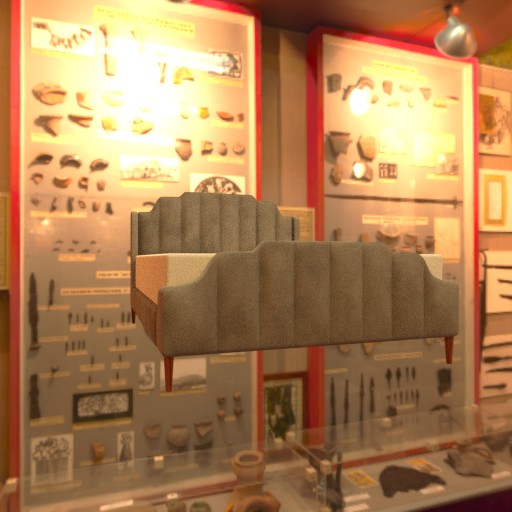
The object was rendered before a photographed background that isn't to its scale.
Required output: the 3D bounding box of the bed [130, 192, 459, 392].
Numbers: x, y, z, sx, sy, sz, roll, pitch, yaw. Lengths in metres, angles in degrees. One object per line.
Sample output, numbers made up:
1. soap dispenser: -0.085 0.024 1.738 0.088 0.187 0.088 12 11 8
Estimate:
1. bed: 0.000 0.000 3.317 1.676 1.245 2.340 0 0 -19
